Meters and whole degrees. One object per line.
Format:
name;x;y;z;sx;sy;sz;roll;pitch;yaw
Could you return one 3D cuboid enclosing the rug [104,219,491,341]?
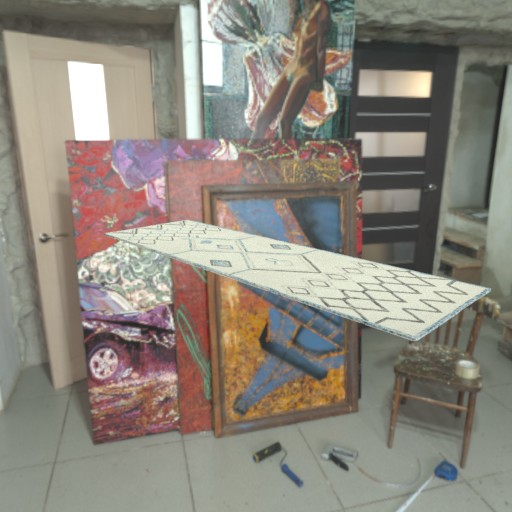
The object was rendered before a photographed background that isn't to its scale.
rug;0.000;0.000;2.695;0.770;0.013;2.434;-15;21;-42
